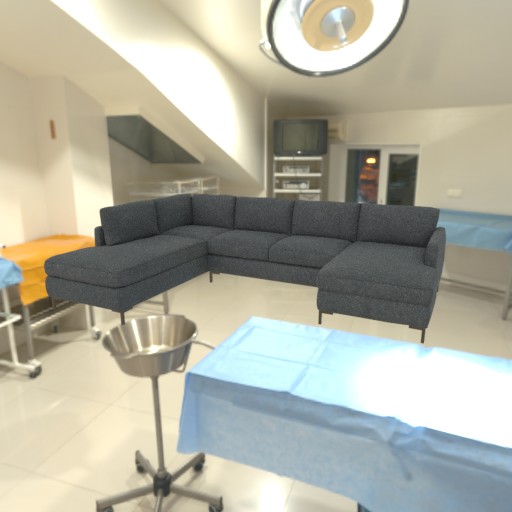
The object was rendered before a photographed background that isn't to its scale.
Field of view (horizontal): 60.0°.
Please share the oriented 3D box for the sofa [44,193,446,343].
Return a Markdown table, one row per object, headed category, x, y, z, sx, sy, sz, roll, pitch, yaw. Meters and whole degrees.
| category | x | y | z | sx | sy | sz | roll | pitch | yaw |
| --- | --- | --- | --- | --- | --- | --- | --- | --- | --- |
| sofa | 0.000 | 0.000 | 3.859 | 2.956 | 0.813 | 2.007 | 7 | 16 | 26 |
